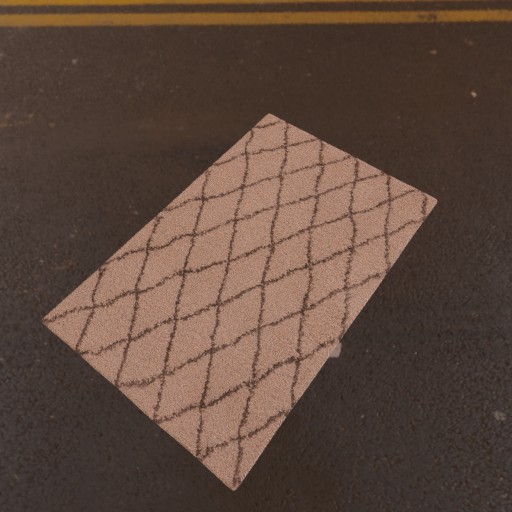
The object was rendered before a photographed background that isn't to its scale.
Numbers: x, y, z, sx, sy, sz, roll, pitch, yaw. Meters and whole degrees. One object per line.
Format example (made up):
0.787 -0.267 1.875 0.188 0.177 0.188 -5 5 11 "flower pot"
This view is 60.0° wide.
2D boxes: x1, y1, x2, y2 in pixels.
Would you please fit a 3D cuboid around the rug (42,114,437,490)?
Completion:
0.000 0.000 3.457 1.778 0.030 2.743 33 64 19 "rug"
